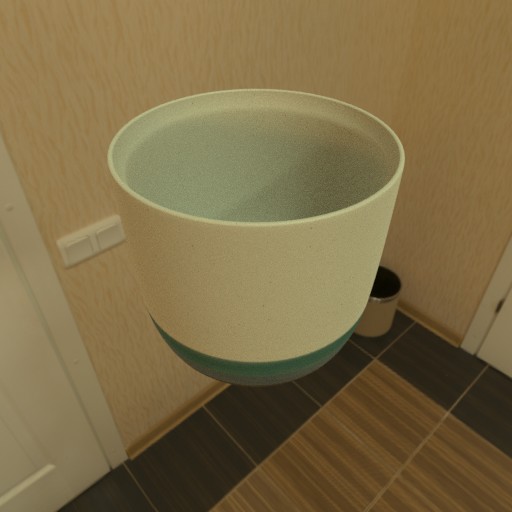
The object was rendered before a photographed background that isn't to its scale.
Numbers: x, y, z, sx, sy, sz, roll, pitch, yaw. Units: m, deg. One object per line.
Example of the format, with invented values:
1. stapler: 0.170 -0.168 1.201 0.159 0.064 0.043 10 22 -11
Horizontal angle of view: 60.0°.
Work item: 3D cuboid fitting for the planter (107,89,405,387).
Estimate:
1. planter: 0.000 0.000 0.381 0.204 0.214 0.204 0 40 0
